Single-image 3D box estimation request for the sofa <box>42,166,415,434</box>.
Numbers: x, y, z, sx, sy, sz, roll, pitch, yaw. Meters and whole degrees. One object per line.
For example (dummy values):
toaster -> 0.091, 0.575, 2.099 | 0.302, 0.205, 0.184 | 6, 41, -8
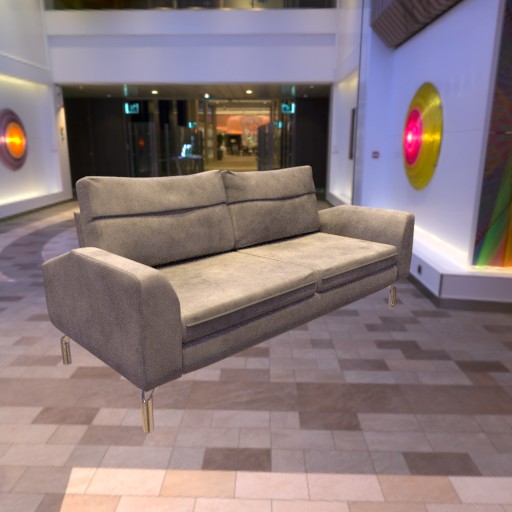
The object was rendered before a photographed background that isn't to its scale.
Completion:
sofa -> 0.000, 0.000, 2.292 | 1.837, 0.859, 0.849 | -14, 20, -43
